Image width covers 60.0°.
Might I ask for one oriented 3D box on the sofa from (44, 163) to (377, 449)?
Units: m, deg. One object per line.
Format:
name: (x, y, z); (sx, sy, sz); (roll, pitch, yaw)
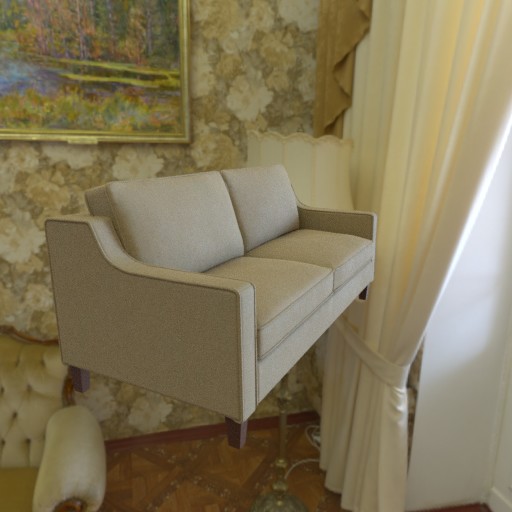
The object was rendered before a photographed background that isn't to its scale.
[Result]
sofa: (0.000, 0.000, 2.808); (1.066, 1.071, 2.178); (7, 16, 27)
